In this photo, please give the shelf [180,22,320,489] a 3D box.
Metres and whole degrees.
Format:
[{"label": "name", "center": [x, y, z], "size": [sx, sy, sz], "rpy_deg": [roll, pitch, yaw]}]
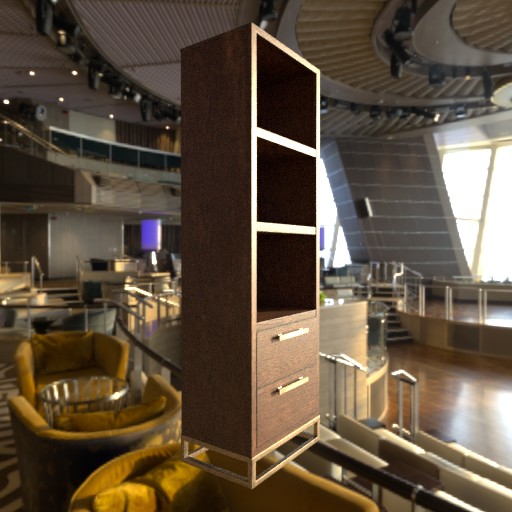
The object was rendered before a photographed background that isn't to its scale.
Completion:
[{"label": "shelf", "center": [0.000, 0.000, 1.963], "size": [0.395, 1.732, 0.539], "rpy_deg": [0, 1, 36]}]
